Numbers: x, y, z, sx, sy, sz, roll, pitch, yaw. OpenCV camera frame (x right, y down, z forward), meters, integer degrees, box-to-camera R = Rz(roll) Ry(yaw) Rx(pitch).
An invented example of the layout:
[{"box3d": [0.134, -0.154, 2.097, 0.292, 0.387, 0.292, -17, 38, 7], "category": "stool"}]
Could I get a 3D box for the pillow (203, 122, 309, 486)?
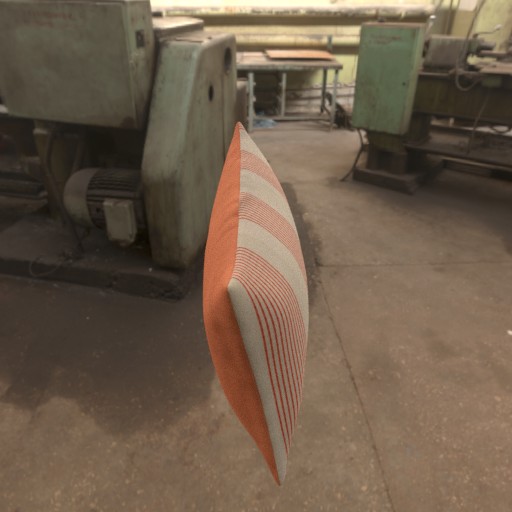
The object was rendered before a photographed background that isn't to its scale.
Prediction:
[{"box3d": [0.000, 0.000, 0.721, 0.156, 0.292, 0.608, -1, 30, -1], "category": "pillow"}]
